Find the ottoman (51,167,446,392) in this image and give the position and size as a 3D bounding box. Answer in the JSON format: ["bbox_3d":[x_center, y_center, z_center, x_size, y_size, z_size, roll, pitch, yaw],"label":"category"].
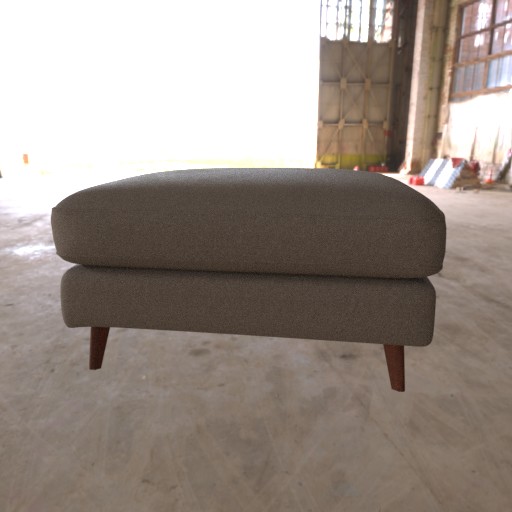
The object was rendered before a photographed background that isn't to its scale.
[{"bbox_3d":[0.000,0.000,1.165,0.811,0.449,0.608,2,15,7],"label":"ottoman"}]
